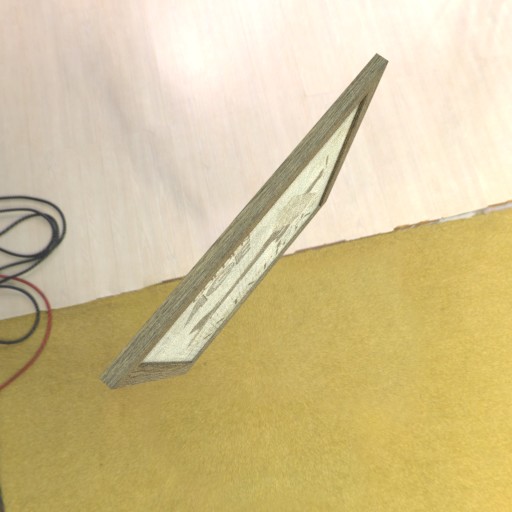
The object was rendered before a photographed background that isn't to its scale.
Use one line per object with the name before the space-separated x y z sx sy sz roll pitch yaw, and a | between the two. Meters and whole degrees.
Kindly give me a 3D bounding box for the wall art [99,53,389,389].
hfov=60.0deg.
wall art | 0.000 0.000 0.760 0.019 0.508 0.508 38 80 8
